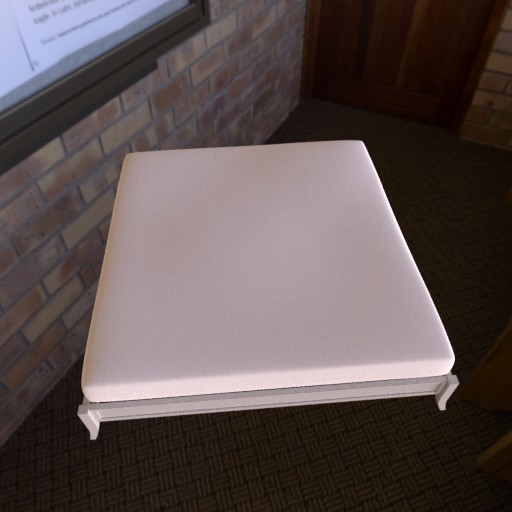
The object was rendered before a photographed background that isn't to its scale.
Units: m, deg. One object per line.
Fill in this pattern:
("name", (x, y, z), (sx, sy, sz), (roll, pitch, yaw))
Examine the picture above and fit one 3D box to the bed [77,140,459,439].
("bed", (0.000, 0.000, 3.012), (2.007, 0.510, 2.108), (-4, 48, -3))
